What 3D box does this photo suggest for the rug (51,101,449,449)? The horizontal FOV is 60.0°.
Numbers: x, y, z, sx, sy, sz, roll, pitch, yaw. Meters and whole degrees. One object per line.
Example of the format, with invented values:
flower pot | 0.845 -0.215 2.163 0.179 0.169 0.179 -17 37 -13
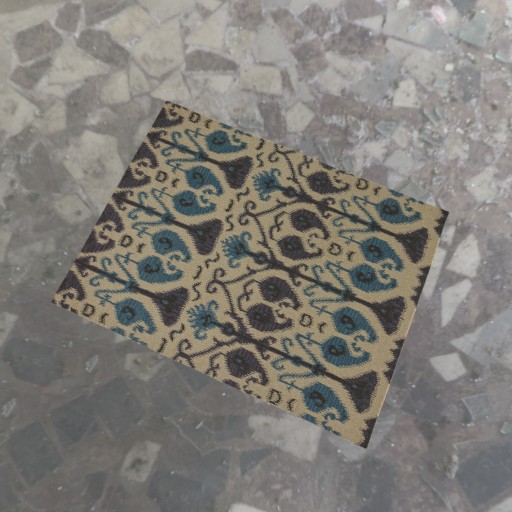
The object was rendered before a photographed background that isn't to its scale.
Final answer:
rug | 0.000 0.000 4.371 3.228 0.024 2.443 23 76 6
